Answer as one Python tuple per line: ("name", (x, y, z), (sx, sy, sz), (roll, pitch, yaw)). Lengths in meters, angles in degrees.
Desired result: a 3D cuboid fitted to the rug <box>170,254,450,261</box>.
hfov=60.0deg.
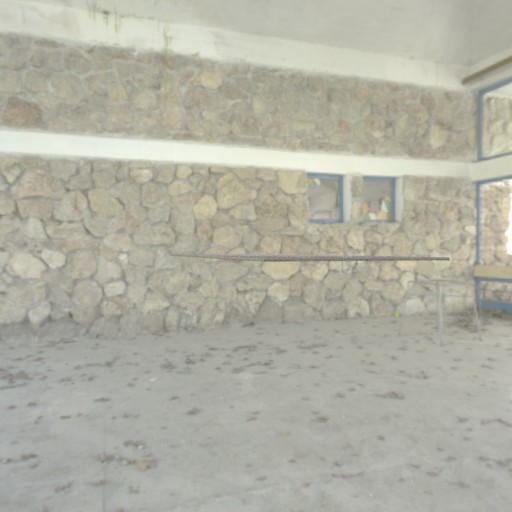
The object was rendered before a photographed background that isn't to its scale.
("rug", (0.000, 0.000, 2.018), (0.553, 0.012, 1.827), (0, 1, -18))
